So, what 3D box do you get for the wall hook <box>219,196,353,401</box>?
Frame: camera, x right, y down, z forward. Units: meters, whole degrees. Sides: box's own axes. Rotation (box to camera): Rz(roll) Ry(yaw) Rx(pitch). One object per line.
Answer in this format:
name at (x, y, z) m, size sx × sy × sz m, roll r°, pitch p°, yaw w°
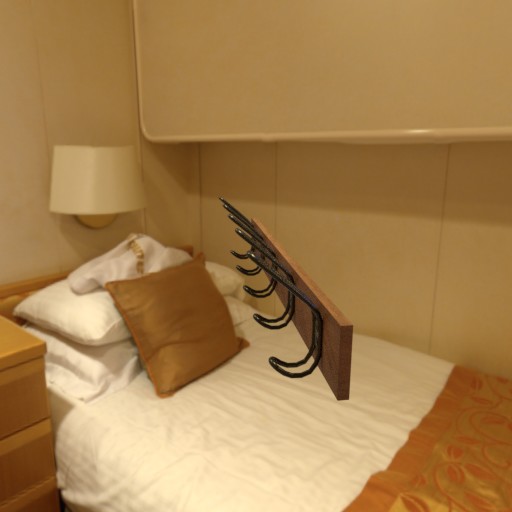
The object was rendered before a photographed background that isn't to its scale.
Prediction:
wall hook at (0.000, 0.000, 0.605) m, size 0.076 × 0.116 × 0.554 m, roll -2°, pitch 14°, yaw -8°
